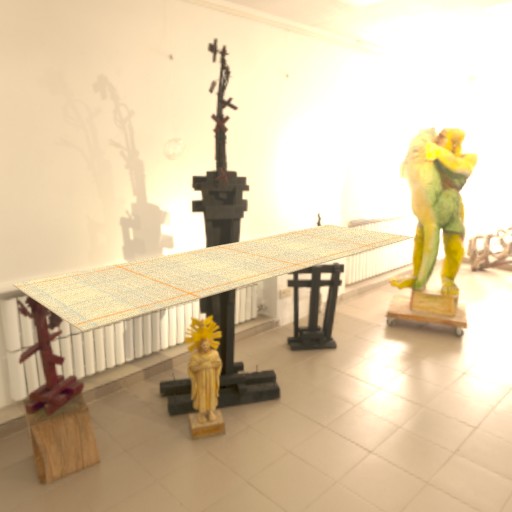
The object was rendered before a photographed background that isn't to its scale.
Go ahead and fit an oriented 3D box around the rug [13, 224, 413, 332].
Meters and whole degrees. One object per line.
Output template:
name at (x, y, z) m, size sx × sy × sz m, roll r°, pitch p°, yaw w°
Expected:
rug at (0.000, 0.000, 2.638) m, size 2.442 × 0.016 × 0.770 m, roll -13°, pitch 19°, yaw -43°
